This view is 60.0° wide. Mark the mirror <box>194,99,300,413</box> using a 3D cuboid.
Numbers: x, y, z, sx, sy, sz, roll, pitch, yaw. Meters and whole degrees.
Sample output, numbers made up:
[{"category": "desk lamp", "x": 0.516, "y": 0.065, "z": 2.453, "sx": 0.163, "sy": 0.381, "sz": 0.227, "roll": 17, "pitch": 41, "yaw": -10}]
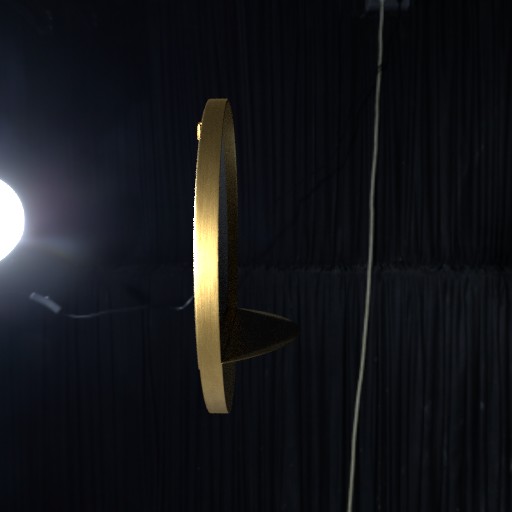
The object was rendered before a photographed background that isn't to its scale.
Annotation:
[{"category": "mirror", "x": 0.000, "y": 0.000, "z": 0.684, "sx": 0.133, "sy": 0.457, "sz": 0.457, "roll": 0, "pitch": 2, "yaw": 0}]
